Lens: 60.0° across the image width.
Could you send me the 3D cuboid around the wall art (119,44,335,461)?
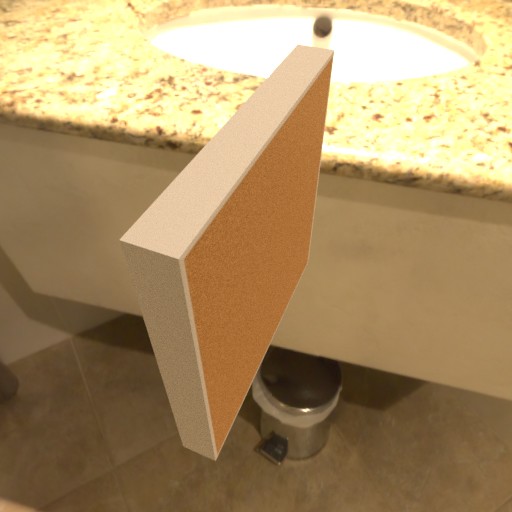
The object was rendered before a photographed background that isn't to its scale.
[{"bbox_3d":[0.000,0.000,0.451,0.038,0.304,0.305,17,49,16],"label":"wall art"}]
